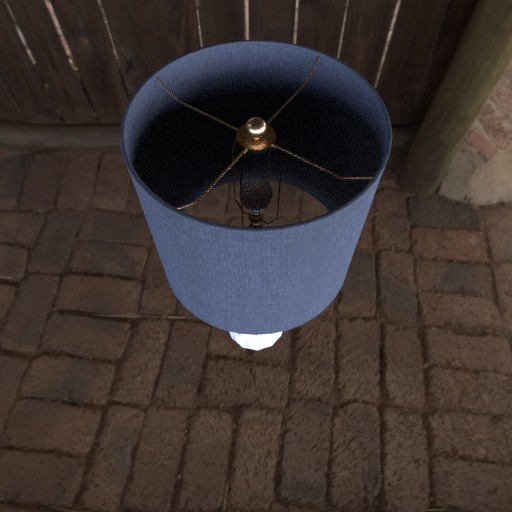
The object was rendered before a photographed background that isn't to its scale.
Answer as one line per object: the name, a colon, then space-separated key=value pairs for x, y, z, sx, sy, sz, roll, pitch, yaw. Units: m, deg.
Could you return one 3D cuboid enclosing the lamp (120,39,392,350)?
lamp: x=0.000 y=0.000 z=0.684 sx=0.277 sy=0.537 sz=0.277 roll=-16 pitch=60 yaw=-9
